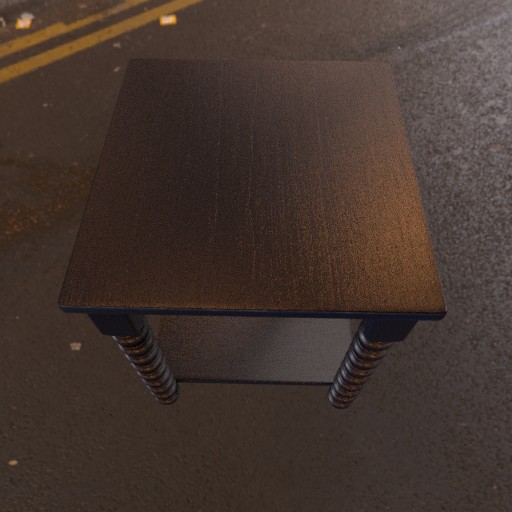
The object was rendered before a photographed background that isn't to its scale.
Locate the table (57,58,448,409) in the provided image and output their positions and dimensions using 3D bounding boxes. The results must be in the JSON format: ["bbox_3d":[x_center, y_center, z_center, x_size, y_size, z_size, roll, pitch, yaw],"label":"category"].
[{"bbox_3d":[0.000,0.000,0.942,0.500,0.567,0.533,1,57,1],"label":"table"}]
